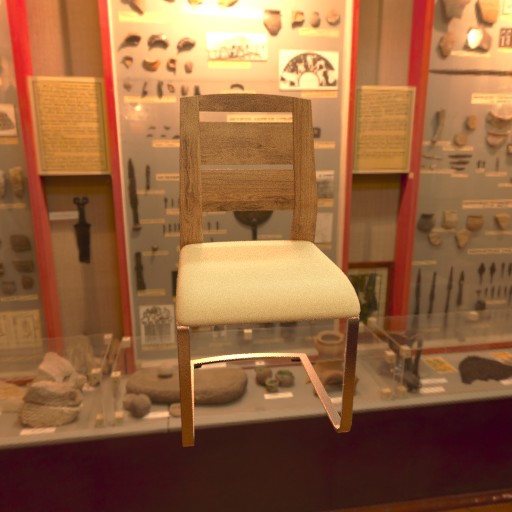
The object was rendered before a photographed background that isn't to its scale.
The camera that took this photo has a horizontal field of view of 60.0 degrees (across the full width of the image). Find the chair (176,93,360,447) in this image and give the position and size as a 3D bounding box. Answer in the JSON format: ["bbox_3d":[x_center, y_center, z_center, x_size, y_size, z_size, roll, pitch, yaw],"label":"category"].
[{"bbox_3d":[0.000,0.000,1.309,0.457,0.955,0.561,-2,14,-8],"label":"chair"}]
